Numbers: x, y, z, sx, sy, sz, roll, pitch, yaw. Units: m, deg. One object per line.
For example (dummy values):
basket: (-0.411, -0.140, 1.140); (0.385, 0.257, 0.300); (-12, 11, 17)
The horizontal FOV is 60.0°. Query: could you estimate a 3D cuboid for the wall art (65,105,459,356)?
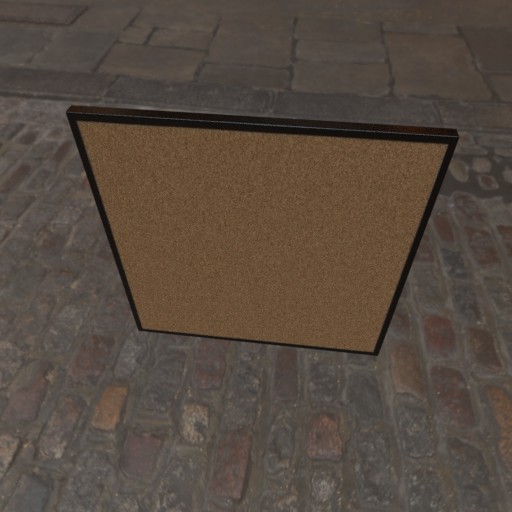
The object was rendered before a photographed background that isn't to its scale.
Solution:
wall art: (0.000, 0.000, 0.521); (0.349, 0.349, 0.014); (5, 46, 5)
